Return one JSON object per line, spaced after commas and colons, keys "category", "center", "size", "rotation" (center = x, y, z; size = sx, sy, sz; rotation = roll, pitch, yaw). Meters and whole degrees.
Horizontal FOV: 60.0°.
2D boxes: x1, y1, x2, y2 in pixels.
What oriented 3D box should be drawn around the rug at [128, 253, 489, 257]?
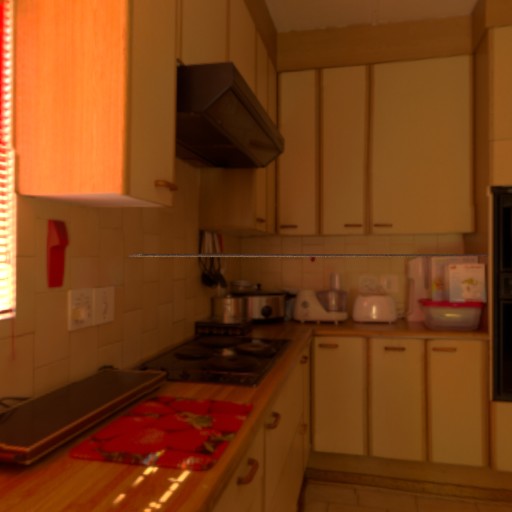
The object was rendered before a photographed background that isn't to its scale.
{"category": "rug", "center": [0.000, 0.000, 3.753], "size": [2.053, 0.011, 2.940], "rotation": [0, 0, -17]}
